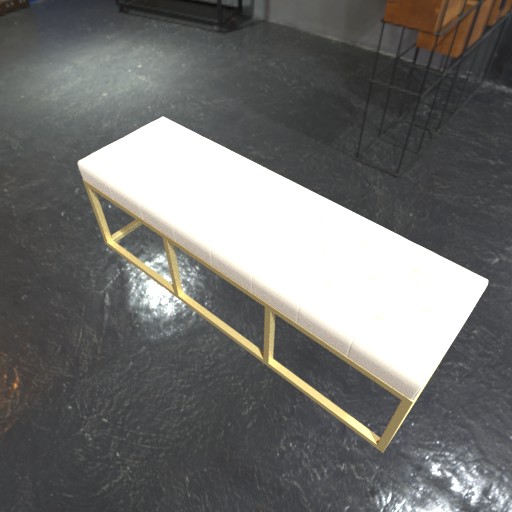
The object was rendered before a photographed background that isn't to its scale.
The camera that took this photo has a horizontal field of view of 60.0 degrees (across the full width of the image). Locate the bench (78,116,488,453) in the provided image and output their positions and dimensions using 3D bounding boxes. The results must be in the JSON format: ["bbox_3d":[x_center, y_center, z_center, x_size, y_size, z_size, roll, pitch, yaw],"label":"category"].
[{"bbox_3d":[0.000,0.000,1.703,1.473,0.484,0.457,32,55,26],"label":"bench"}]
